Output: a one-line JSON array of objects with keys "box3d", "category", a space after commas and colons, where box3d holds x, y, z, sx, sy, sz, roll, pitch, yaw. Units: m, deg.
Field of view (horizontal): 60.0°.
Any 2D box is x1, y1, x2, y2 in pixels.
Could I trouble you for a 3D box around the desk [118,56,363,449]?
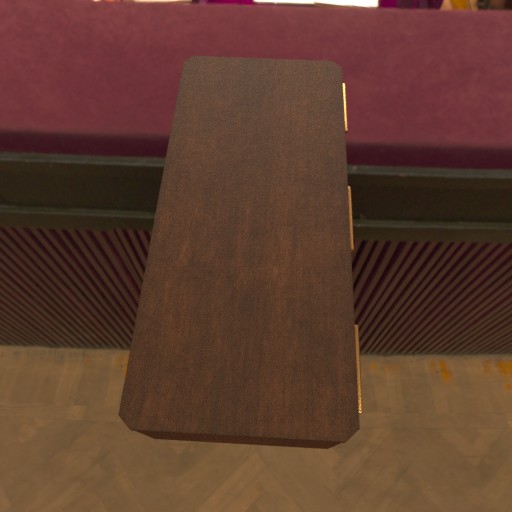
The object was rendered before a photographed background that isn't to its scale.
[{"box3d": [0.000, 0.000, 1.870, 0.684, 0.762, 1.479, 3, 63, 1], "category": "desk"}]
